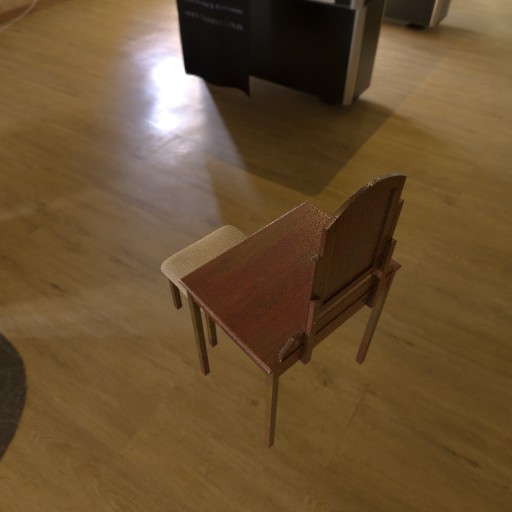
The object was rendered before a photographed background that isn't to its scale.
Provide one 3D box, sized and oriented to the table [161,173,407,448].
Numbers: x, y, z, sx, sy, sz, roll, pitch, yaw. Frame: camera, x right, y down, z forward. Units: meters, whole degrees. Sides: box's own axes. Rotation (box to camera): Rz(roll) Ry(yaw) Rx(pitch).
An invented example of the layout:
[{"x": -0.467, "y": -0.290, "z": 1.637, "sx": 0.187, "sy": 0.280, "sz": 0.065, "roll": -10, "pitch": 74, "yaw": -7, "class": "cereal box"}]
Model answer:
[{"x": 0.000, "y": 0.000, "z": 2.334, "sx": 0.876, "sy": 1.631, "sz": 1.211, "roll": -33, "pitch": 55, "yaw": -27, "class": "table"}]
